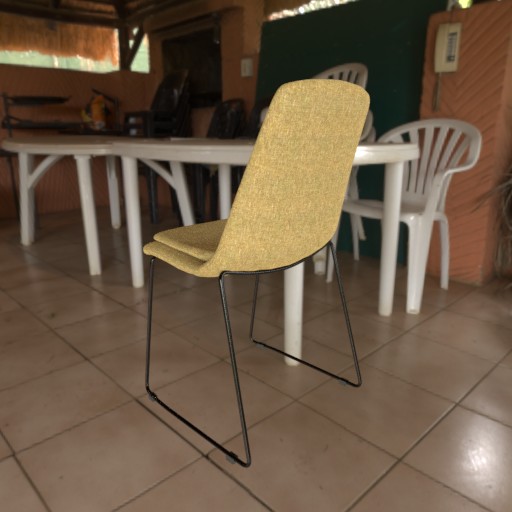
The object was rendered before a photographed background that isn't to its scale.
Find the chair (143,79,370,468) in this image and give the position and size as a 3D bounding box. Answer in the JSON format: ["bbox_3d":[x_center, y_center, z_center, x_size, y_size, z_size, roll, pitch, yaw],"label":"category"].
[{"bbox_3d":[0.000,0.000,1.190,0.496,0.849,0.479,15,22,43],"label":"chair"}]
